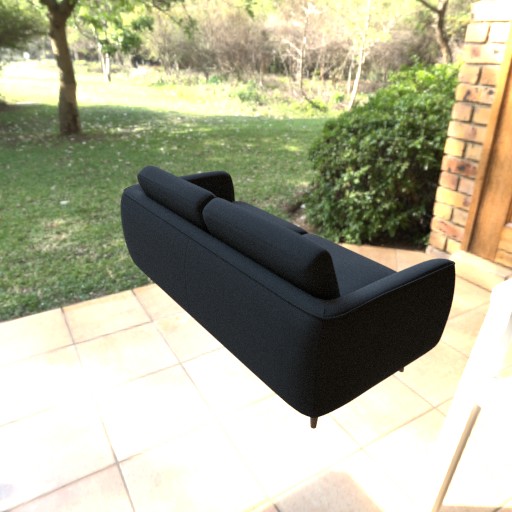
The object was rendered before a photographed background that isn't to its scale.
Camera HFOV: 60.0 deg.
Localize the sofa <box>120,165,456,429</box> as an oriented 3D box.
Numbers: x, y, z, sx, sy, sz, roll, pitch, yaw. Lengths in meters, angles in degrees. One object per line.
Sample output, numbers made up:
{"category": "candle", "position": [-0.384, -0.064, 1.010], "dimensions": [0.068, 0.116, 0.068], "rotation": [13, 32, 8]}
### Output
{"category": "sofa", "position": [0.000, 0.000, 2.565], "dimensions": [0.920, 0.850, 2.000], "rotation": [-18, 31, -32]}
